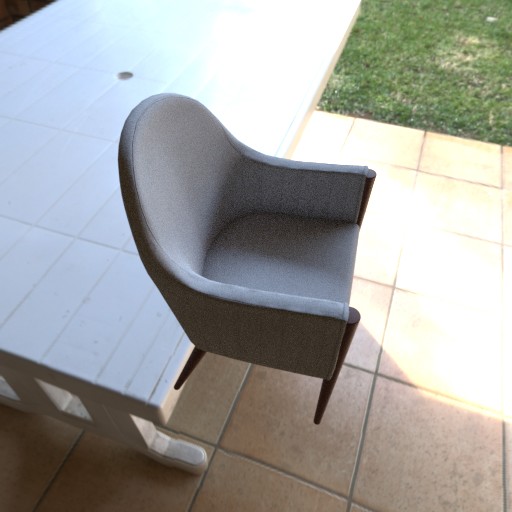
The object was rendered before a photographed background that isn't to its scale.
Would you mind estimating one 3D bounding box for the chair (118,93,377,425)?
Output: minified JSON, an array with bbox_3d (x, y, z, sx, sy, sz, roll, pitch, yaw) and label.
[{"bbox_3d":[0.000,0.000,1.339,0.620,0.889,0.610,11,48,10],"label":"chair"}]
